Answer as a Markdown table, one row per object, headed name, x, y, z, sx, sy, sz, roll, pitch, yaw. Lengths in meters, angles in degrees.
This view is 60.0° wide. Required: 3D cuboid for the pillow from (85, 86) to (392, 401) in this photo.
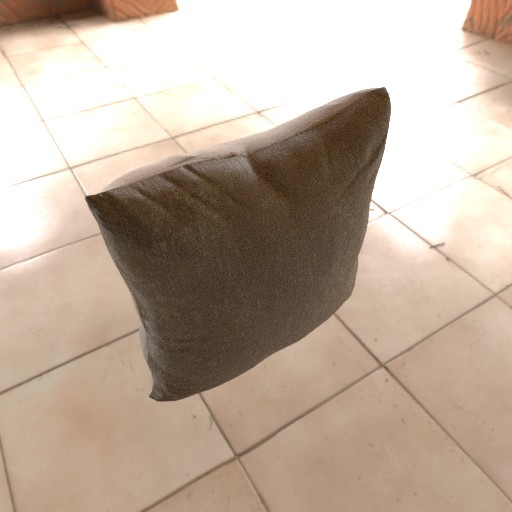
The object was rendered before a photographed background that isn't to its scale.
| name | x | y | z | sx | sy | sz | roll | pitch | yaw |
| --- | --- | --- | --- | --- | --- | --- | --- | --- | --- |
| pillow | 0.000 | 0.000 | 0.703 | 0.450 | 0.448 | 0.245 | -25 | 50 | -22 |
